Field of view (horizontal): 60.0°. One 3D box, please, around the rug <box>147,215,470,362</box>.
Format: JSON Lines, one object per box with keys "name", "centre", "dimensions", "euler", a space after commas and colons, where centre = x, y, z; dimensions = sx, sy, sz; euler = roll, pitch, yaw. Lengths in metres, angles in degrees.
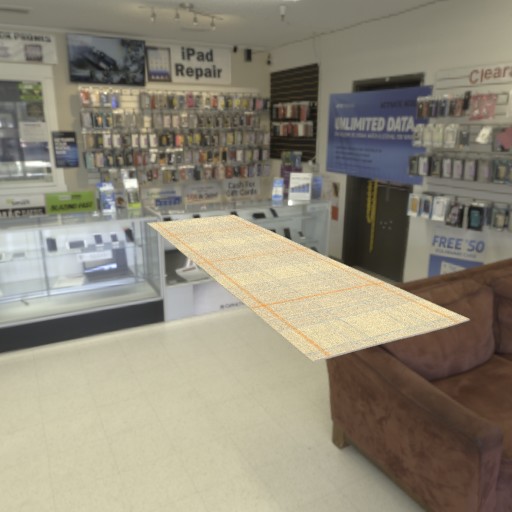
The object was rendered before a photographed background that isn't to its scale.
{"name": "rug", "centre": [0.000, 0.000, 2.715], "dimensions": [0.770, 0.016, 2.442], "euler": [-8, 18, -25]}
